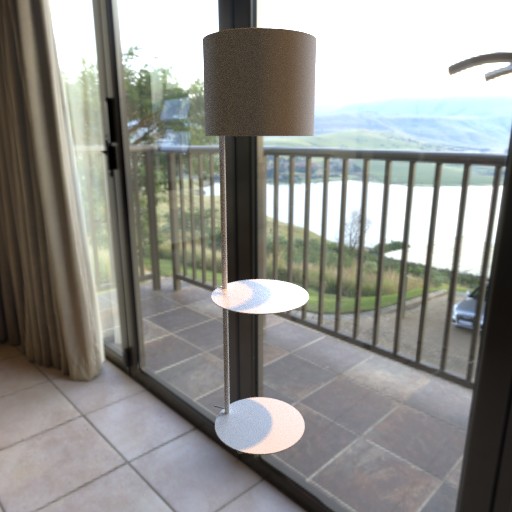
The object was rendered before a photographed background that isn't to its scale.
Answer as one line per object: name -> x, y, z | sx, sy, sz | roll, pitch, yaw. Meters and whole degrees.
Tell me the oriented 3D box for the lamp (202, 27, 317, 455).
lamp -> 0.000, 0.000, 1.651 | 0.405, 1.465, 0.372 | 8, 17, 27
